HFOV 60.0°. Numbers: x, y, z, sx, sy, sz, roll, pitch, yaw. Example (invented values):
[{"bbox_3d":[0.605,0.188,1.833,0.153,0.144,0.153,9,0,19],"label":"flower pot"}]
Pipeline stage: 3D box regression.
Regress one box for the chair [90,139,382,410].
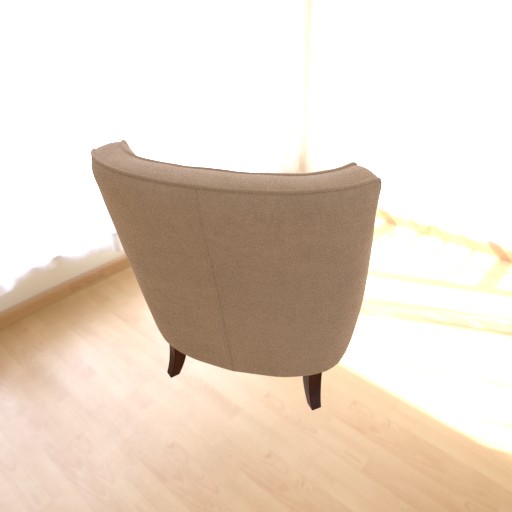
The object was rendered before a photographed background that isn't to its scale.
[{"bbox_3d":[0.000,0.000,1.569,0.781,0.920,0.910,9,33,14],"label":"chair"}]
